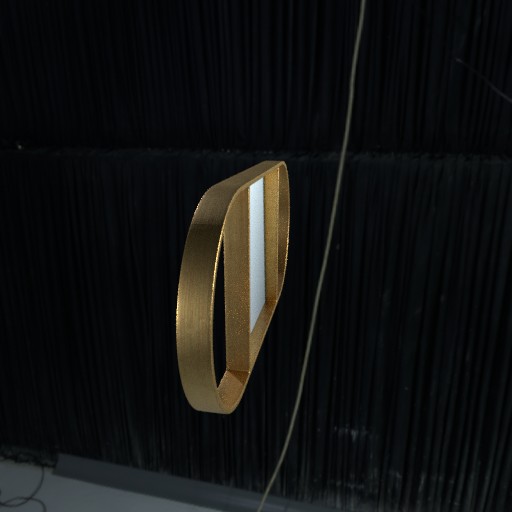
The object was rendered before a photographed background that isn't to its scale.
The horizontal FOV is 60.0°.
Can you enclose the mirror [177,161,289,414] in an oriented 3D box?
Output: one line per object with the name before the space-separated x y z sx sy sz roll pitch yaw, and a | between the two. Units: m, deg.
mirror | 0.000 0.000 0.665 0.032 0.254 0.584 3 17 10
